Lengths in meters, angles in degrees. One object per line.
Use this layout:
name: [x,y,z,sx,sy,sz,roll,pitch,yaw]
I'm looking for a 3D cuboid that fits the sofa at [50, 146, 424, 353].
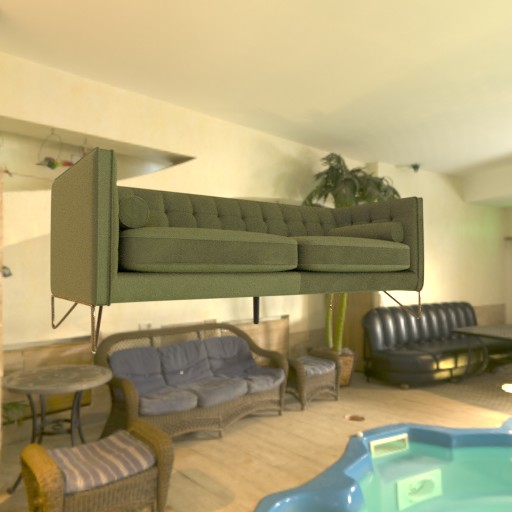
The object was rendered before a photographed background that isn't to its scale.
sofa: [0.000,0.000,2.583,2.087,0.789,0.867,1,-2,-35]
